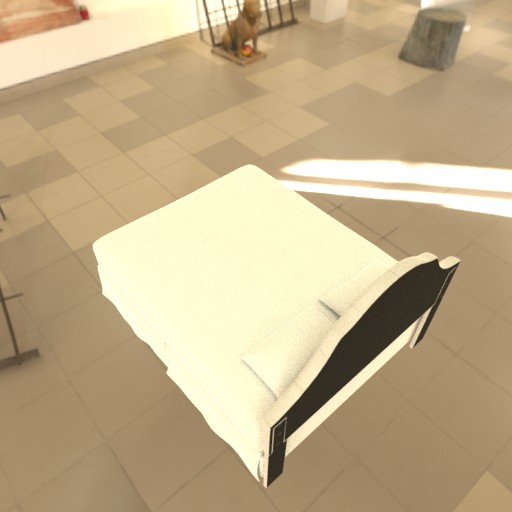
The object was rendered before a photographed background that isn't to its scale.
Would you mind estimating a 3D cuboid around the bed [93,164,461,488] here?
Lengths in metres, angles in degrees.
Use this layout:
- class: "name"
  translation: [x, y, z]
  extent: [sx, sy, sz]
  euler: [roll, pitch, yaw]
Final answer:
- class: "bed"
  translation: [0.000, 0.000, 3.734]
  extent: [2.039, 1.617, 2.477]
  euler: [-32, 54, -27]
